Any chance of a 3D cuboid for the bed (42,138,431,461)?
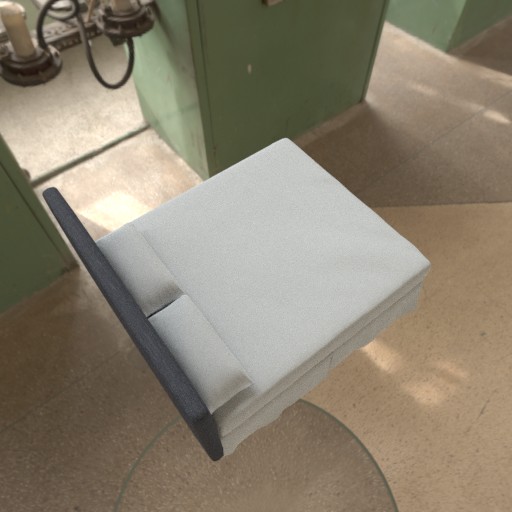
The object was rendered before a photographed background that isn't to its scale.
[{"bbox_3d":[0.000,0.000,3.349,2.142,1.330,1.884,-33,63,-19],"label":"bed"}]
